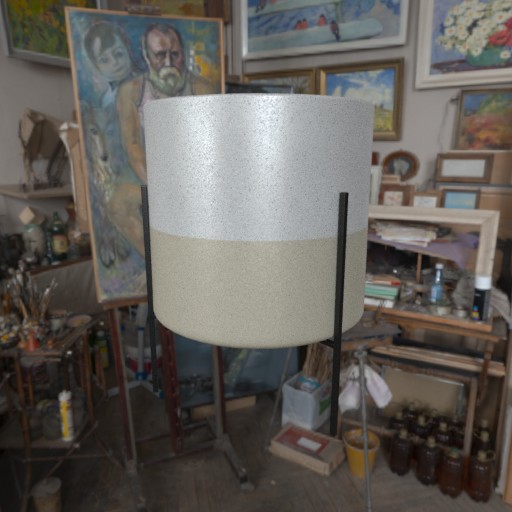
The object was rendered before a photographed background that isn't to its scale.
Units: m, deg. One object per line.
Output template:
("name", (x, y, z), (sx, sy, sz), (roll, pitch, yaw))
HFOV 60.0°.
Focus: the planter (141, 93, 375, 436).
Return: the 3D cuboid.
("planter", (0.000, 0.000, 0.756), (0.368, 0.484, 0.359), (-2, 14, -7))
